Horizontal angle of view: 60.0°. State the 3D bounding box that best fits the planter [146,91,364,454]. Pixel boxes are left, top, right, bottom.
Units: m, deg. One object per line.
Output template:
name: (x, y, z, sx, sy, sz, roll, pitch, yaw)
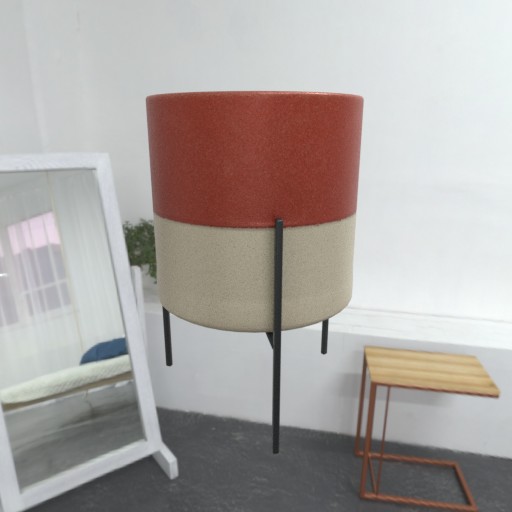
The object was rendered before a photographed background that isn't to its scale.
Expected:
planter: (0.000, 0.000, 0.526, 0.235, 0.354, 0.251, -3, 17, -9)
